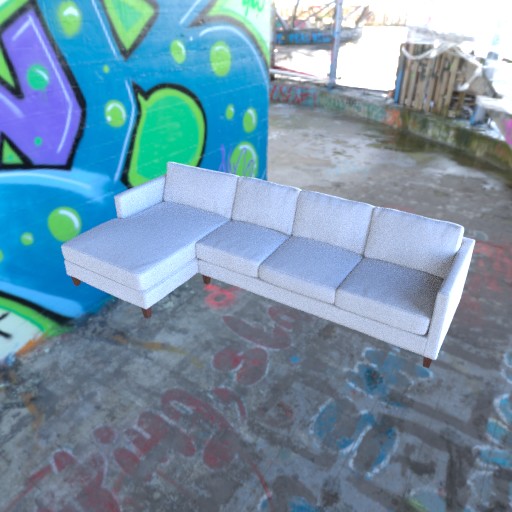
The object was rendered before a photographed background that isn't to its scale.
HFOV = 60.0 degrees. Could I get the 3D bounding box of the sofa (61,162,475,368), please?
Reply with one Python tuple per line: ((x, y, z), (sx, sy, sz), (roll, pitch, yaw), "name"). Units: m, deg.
((0.000, 0.000, 3.830), (3.186, 0.861, 1.625), (18, 35, 28), "sofa")
